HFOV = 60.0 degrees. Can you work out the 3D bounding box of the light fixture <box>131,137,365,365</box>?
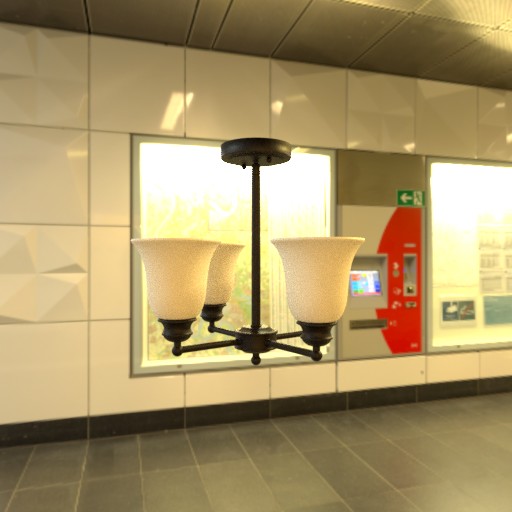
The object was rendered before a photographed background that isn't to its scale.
[{"bbox_3d":[0.000,0.000,1.880,1.069,0.925,1.069,0,0,-36],"label":"light fixture"}]
